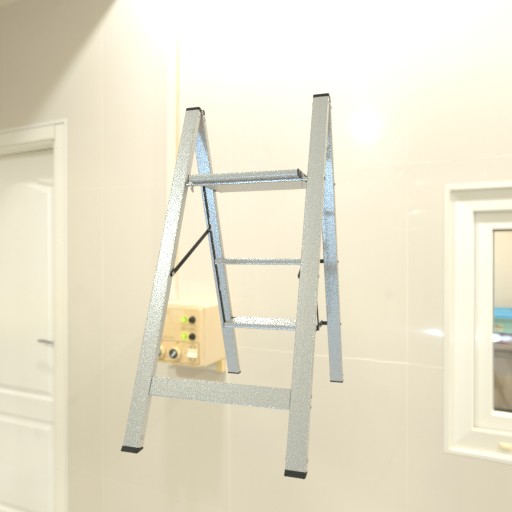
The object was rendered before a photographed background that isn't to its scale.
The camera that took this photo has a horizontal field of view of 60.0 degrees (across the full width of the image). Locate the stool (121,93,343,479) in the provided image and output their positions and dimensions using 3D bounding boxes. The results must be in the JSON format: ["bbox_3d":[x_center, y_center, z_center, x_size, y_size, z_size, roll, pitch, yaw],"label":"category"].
[{"bbox_3d":[0.000,0.000,1.310,0.441,0.902,0.730,0,0,17],"label":"stool"}]
